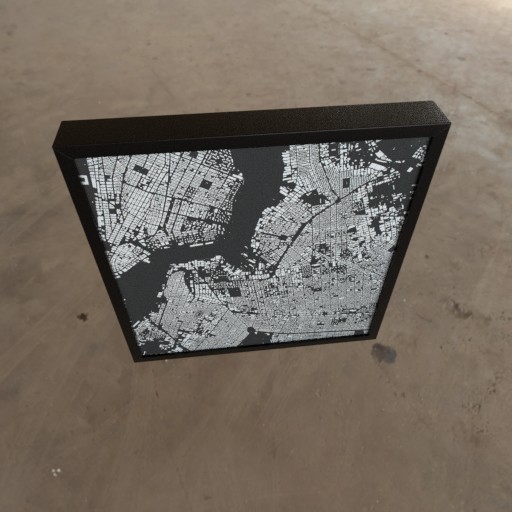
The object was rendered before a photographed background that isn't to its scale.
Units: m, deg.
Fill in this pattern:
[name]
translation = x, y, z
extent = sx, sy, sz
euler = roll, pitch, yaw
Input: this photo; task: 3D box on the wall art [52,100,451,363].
[wall art]
translation = 0.000, 0.000, 0.450
extent = 0.299, 0.299, 0.037
euler = -5, 46, -4
